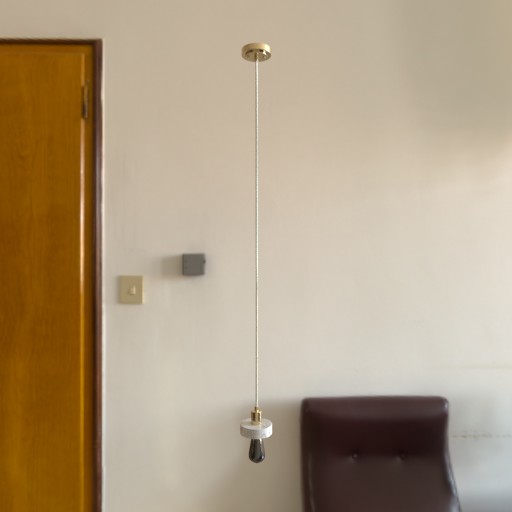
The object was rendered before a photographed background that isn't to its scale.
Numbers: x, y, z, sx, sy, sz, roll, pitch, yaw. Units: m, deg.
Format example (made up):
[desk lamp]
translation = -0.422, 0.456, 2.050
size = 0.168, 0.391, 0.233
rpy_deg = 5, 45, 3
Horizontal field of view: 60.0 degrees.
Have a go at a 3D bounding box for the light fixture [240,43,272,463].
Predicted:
[light fixture]
translation = 0.000, 0.000, 1.791
size = 0.129, 1.669, 0.129
rpy_deg = 0, 0, -36
